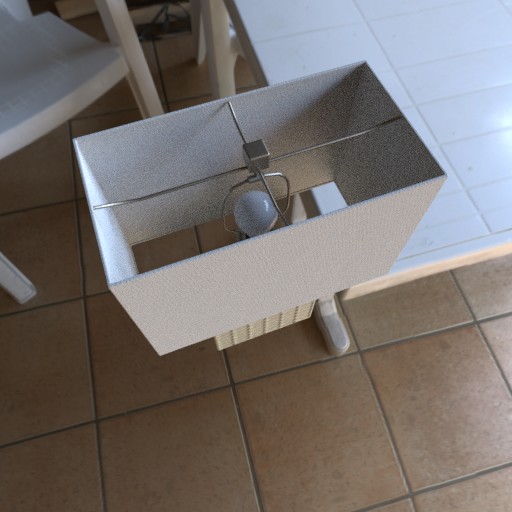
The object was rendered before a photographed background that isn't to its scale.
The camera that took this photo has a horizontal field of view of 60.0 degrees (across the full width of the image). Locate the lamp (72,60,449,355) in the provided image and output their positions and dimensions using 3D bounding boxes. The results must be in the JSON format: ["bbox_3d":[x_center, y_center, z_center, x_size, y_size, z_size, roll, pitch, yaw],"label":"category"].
[{"bbox_3d":[0.000,0.000,0.717,0.380,0.515,0.200,-18,64,-9],"label":"lamp"}]
